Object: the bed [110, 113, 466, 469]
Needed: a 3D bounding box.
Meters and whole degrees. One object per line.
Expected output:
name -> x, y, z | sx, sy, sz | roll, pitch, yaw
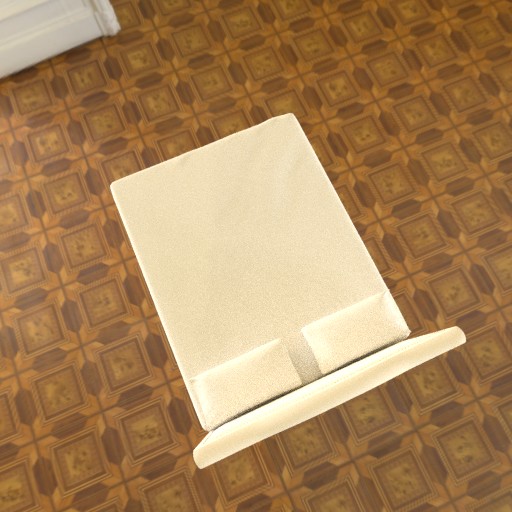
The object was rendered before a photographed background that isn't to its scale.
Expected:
bed -> 0.000, 0.000, 3.383 | 1.821, 1.436, 2.282 | -23, 75, -6
